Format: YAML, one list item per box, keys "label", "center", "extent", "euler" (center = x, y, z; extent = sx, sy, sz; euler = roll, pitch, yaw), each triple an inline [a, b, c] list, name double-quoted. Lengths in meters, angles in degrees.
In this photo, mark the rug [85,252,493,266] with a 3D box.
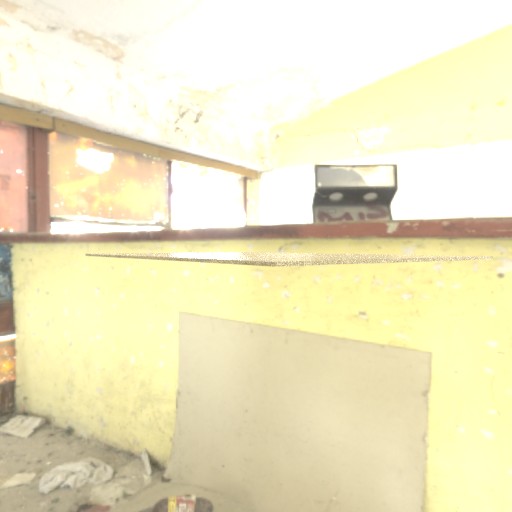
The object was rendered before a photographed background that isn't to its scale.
- label: "rug"
  center: [0.000, 0.000, 2.887]
  extent: [1.532, 0.018, 2.297]
  euler: [-1, 1, -36]
